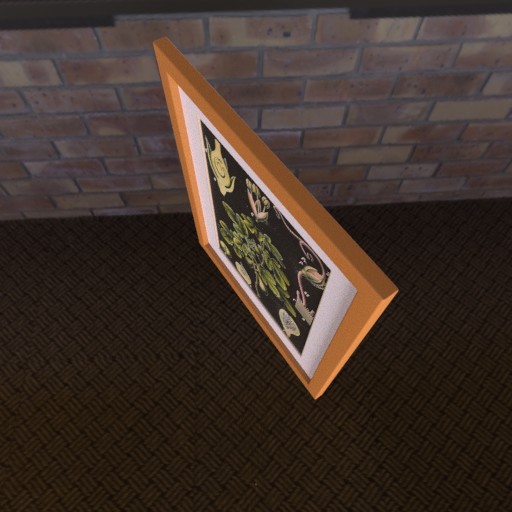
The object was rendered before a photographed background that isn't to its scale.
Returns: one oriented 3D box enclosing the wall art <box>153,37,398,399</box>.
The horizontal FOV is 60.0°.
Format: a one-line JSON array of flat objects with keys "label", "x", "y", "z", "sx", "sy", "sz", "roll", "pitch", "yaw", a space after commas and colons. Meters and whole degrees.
[{"label": "wall art", "x": 0.000, "y": 0.000, "z": 0.517, "sx": 0.015, "sy": 0.379, "sz": 0.310, "roll": -32, "pitch": 67, "yaw": -15}]
